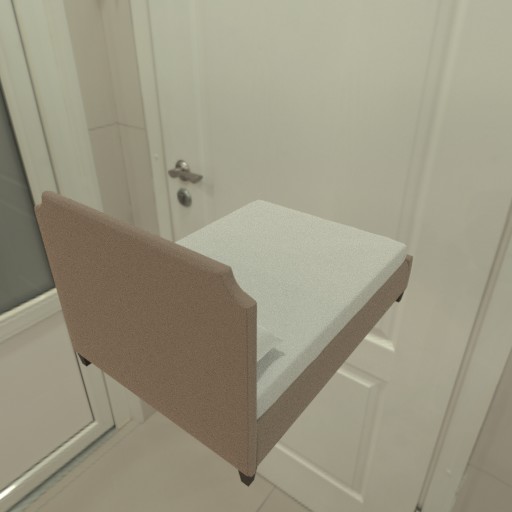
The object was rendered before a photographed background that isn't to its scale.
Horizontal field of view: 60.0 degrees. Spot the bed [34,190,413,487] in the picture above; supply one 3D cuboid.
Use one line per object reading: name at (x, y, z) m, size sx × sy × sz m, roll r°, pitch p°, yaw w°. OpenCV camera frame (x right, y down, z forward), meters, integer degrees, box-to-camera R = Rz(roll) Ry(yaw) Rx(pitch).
bed at (0.000, 0.000, 3.380) m, size 1.713 × 1.443 × 2.372 m, roll 21°, pitch 37°, yaw 32°
